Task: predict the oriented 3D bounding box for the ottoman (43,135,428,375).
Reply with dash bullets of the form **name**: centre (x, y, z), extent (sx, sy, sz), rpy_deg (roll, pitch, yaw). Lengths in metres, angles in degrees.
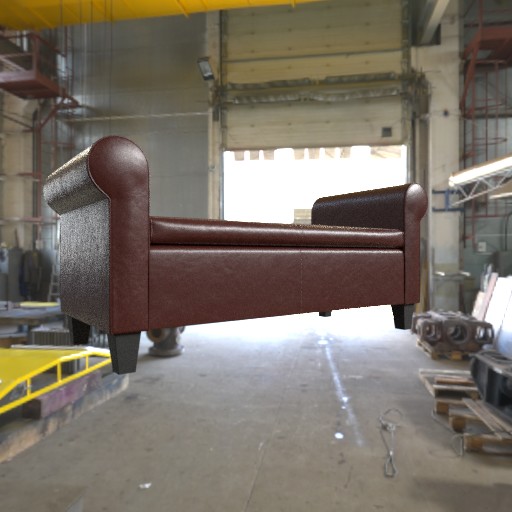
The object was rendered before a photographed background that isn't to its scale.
- **ottoman**: centre (0.000, 0.000, 1.527), extent (1.256, 0.547, 0.521), rpy_deg (0, 0, -36)
